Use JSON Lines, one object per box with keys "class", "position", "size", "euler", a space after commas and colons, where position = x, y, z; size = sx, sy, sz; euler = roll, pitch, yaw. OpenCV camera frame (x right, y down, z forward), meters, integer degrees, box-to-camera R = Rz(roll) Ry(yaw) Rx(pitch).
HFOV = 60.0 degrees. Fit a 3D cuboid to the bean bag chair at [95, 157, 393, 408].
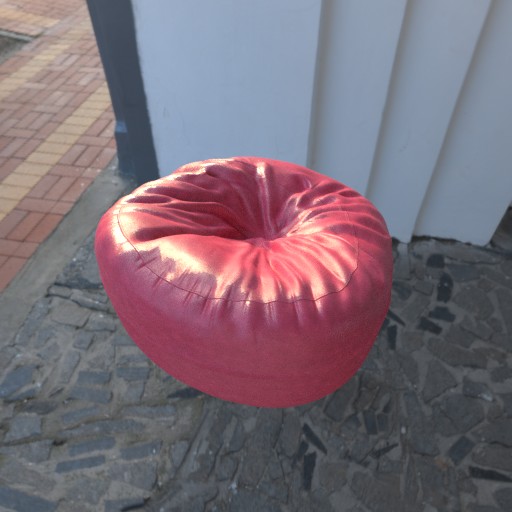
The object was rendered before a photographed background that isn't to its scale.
{"class": "bean bag chair", "position": [0.000, 0.000, 2.461], "size": [1.524, 0.878, 1.524], "euler": [23, 51, 20]}
